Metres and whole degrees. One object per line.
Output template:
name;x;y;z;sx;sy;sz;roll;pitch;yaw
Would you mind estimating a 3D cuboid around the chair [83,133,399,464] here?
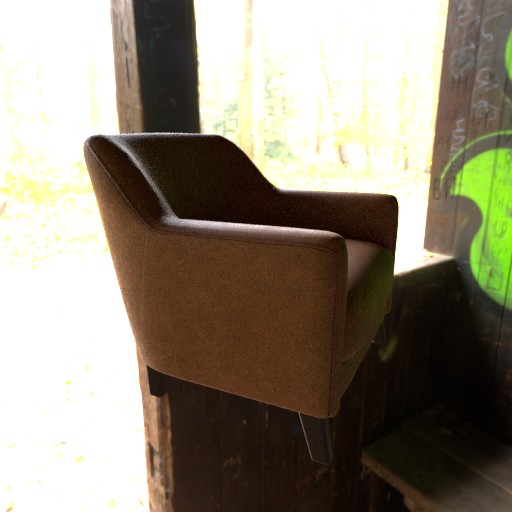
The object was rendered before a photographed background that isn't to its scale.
chair;0.000;0.000;1.831;1.034;0.980;1.037;7;17;25
